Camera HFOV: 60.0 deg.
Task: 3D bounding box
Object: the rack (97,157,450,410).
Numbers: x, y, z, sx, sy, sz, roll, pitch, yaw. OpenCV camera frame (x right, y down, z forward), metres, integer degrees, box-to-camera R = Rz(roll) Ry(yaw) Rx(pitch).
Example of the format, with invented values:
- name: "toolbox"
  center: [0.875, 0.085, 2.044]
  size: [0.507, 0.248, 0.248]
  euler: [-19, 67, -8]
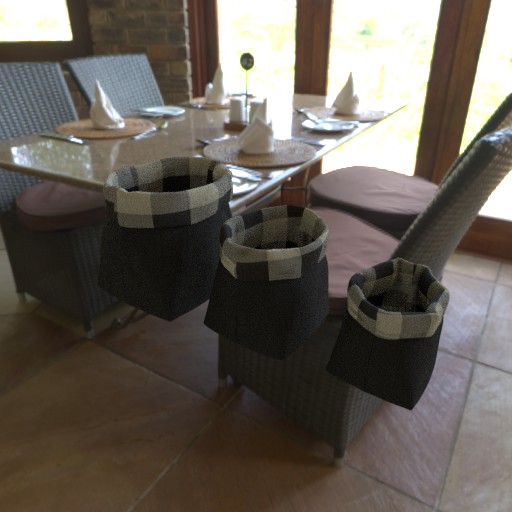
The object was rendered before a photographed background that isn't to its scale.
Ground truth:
- name: "rack"
  center: [0.000, 0.000, 1.080]
  size: [0.889, 0.329, 0.370]
  euler: [18, 32, 31]
